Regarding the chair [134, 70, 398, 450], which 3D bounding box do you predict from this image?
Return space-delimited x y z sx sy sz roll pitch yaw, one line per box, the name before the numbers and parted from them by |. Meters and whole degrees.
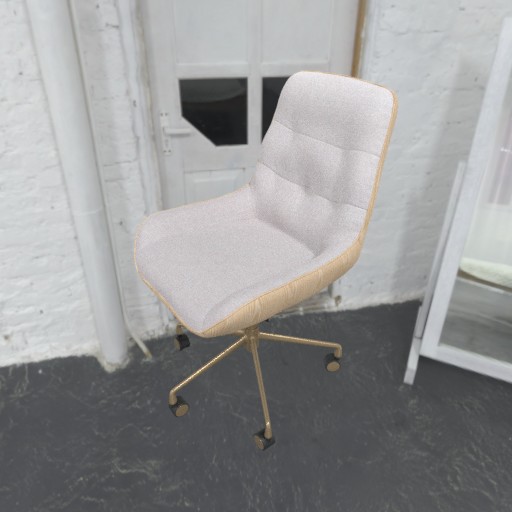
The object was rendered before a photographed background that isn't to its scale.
chair | 0.000 0.000 1.323 0.668 0.952 0.564 -21 38 -30
